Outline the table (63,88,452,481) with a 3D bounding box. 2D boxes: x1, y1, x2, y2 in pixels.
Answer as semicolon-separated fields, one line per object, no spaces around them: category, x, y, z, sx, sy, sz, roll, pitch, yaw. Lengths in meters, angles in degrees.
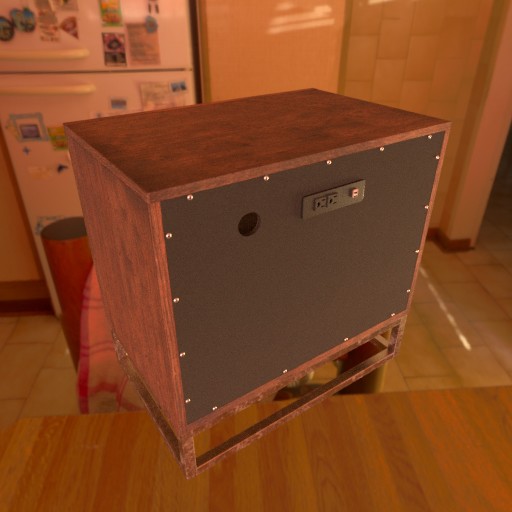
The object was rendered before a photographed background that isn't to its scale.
table;0.000;0.000;1.242;0.767;0.746;0.542;-19;36;-29
